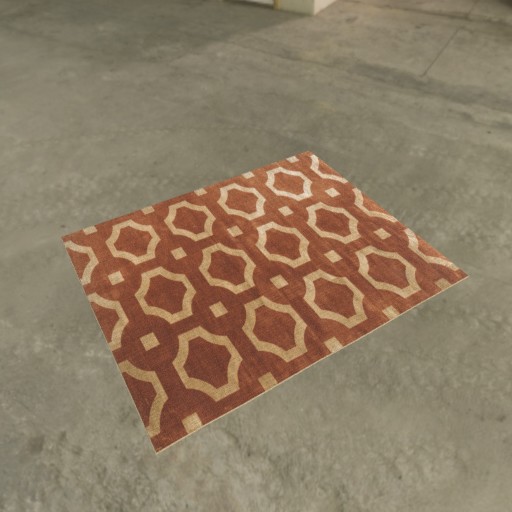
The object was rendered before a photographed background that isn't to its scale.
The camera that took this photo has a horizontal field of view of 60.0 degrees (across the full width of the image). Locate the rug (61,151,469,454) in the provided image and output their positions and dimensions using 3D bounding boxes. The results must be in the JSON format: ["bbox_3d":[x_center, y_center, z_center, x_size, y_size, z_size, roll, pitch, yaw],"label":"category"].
[{"bbox_3d":[0.000,0.000,4.223,3.049,0.021,2.466,-23,50,-21],"label":"rug"}]
